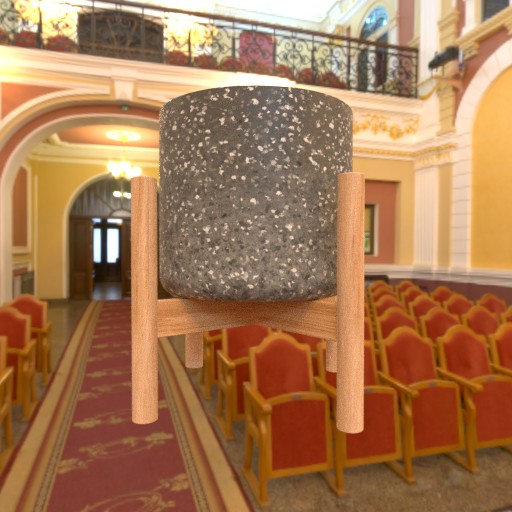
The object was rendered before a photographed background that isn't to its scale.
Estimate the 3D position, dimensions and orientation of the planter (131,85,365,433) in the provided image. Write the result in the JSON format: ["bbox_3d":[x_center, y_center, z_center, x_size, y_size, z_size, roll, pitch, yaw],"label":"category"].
[{"bbox_3d":[0.000,0.000,0.523,0.284,0.320,0.284,0,1,-16],"label":"planter"}]
